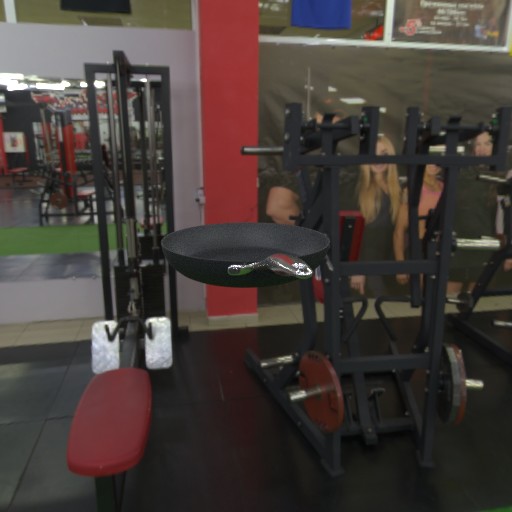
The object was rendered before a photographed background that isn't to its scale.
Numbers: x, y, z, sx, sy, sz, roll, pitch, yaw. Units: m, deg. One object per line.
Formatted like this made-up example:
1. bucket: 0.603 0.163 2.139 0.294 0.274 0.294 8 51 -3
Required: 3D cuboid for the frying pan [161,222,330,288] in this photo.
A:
1. frying pan: 0.000 0.000 0.577 0.255 0.105 0.472 -2 16 -8
